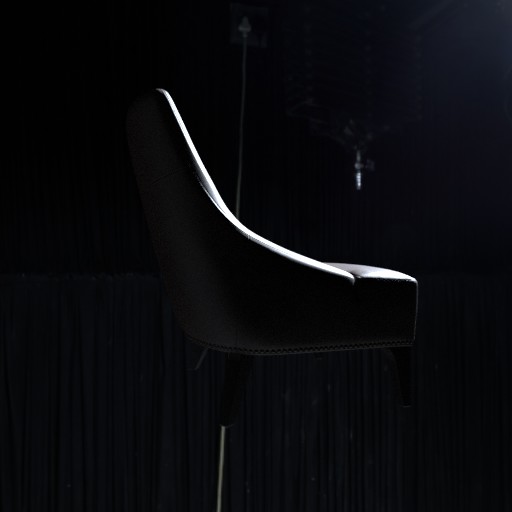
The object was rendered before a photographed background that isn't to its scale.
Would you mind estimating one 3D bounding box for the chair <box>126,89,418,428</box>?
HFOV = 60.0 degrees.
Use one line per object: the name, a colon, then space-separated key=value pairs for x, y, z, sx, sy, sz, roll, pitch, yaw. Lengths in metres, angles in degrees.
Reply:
chair: x=0.000 y=0.000 z=1.534 sx=0.861 sy=0.909 sz=0.701 roll=0 pitch=1 yaw=-17
